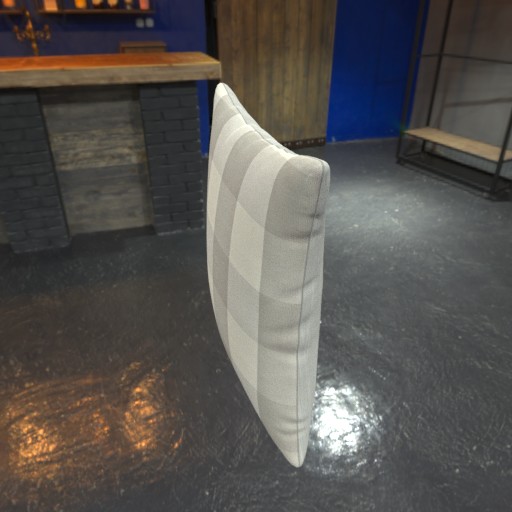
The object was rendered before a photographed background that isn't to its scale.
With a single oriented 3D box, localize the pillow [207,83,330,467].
[{"bbox_3d":[0.000,0.000,0.795,0.161,0.509,0.511,-8,32,-14],"label":"pillow"}]
